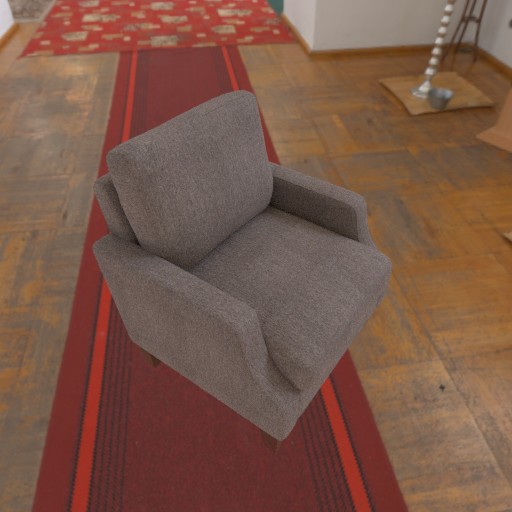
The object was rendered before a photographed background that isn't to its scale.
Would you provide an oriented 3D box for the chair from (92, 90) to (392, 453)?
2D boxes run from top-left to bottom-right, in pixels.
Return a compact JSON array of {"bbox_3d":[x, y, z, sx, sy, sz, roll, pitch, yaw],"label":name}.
[{"bbox_3d":[0.000,0.000,1.707,0.897,0.993,0.855,26,47,26],"label":"chair"}]
